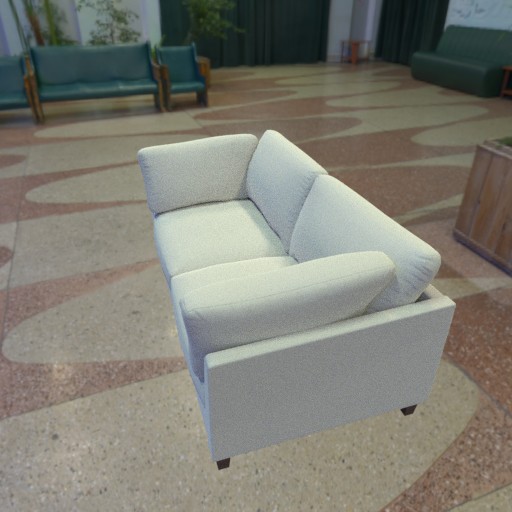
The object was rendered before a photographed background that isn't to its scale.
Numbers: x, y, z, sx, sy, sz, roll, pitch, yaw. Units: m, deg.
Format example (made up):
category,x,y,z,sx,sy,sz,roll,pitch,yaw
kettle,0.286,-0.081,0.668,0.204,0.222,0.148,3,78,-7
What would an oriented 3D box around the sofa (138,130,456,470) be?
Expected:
category,x,y,z,sx,sy,sz,roll,pitch,yaw
sofa,0.000,0.000,2.274,0.970,0.836,1.776,-9,32,-15
